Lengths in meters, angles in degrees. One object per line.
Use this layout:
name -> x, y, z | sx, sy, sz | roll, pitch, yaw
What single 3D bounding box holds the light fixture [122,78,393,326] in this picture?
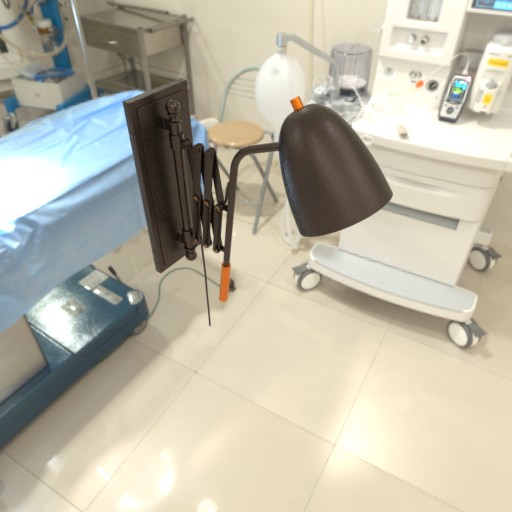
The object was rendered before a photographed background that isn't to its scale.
light fixture -> 0.000, 0.000, 0.936 | 0.499, 0.715, 0.162 | 26, 47, 27
